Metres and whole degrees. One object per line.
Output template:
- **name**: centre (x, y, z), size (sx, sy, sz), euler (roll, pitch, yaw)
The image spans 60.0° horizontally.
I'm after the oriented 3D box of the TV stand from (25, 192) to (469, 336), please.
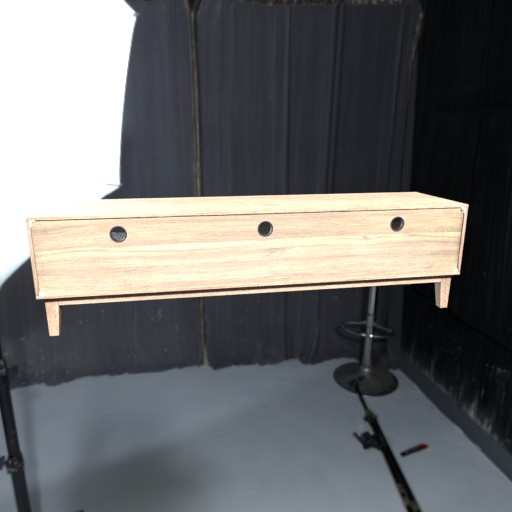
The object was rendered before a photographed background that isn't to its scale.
- **TV stand**: centre (0.000, 0.000, 1.690), size (1.482, 0.409, 0.366), euler (-3, 16, -10)
